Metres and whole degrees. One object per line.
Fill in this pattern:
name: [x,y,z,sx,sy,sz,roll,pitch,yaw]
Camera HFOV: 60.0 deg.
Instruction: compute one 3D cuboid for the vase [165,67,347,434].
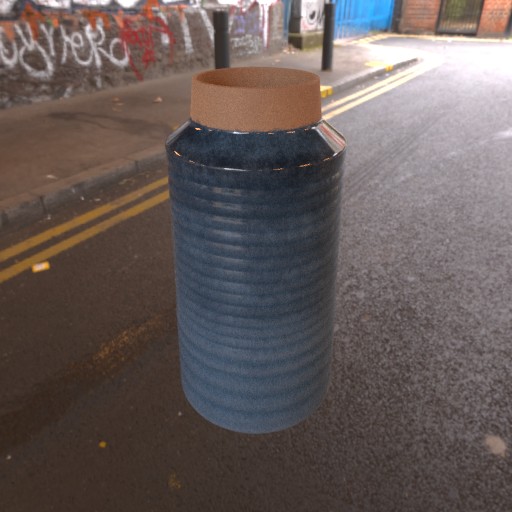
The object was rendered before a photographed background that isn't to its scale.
vase: [0.000,0.000,0.415,0.163,0.316,0.163,0,31,0]
